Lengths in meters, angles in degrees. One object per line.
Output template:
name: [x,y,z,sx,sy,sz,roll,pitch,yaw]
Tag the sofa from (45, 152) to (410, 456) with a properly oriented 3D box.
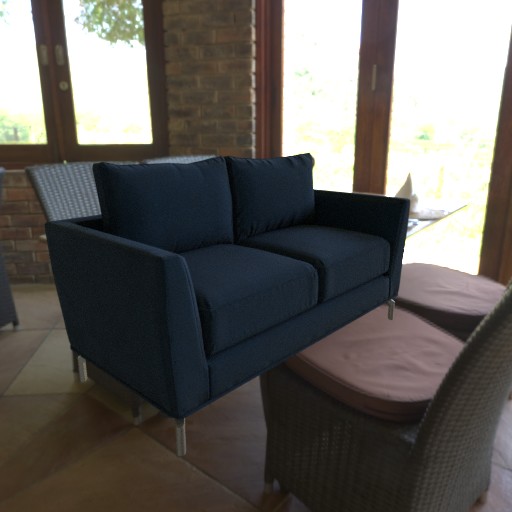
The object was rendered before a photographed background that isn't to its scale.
sofa: [0.000,0.000,2.299,0.853,1.002,1.770,14,20,41]
